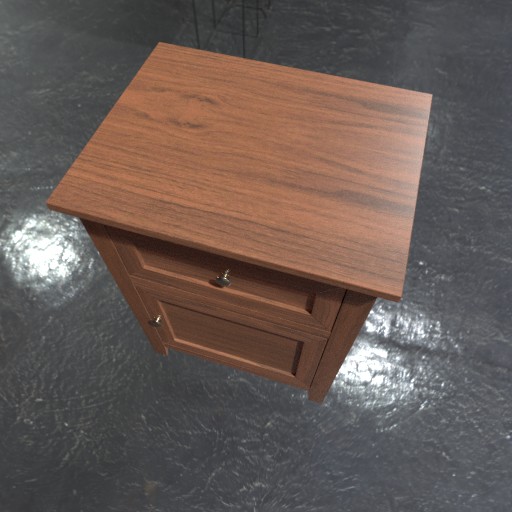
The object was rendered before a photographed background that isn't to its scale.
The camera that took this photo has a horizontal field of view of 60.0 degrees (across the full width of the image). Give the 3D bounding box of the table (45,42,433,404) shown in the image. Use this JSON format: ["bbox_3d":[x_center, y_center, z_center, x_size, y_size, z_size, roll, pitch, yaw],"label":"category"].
[{"bbox_3d":[0.000,0.000,0.928,0.480,0.636,0.381,15,60,9],"label":"table"}]
